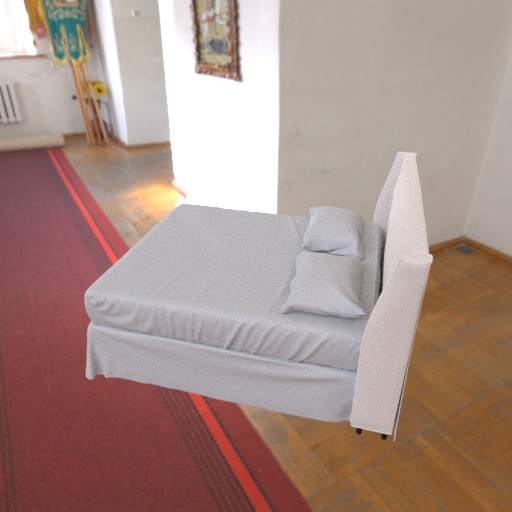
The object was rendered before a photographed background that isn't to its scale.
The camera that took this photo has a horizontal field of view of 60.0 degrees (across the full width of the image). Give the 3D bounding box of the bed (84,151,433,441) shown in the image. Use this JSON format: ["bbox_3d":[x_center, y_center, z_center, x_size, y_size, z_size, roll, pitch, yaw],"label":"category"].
[{"bbox_3d":[0.000,0.000,3.465,2.276,1.332,1.925,8,30,13],"label":"bed"}]
